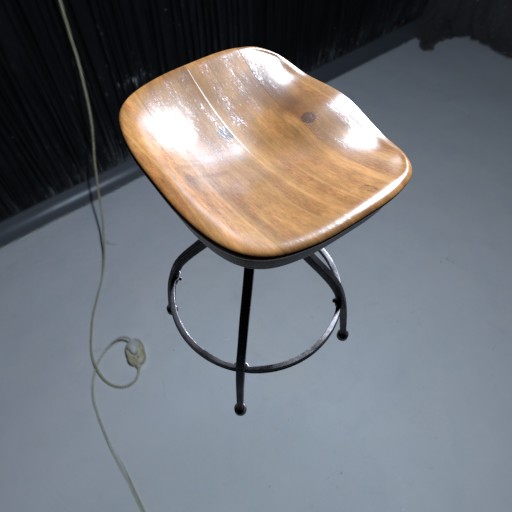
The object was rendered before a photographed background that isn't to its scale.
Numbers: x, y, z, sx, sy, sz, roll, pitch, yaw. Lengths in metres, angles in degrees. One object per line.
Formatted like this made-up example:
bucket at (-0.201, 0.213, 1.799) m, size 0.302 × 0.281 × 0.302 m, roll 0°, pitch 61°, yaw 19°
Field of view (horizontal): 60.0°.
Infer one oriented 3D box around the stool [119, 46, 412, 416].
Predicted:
stool at (0.000, 0.000, 0.968) m, size 0.424 × 0.694 × 0.432 m, roll -31°, pitch 62°, yaw -19°
